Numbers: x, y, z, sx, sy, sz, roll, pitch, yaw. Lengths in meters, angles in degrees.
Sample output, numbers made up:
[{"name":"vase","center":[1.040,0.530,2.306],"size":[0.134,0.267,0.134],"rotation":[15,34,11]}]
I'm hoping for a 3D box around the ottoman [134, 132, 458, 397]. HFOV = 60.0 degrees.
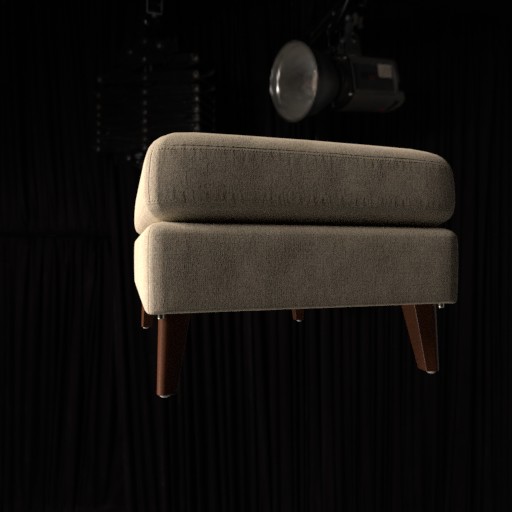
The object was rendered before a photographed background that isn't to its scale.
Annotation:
[{"name":"ottoman","center":[0.000,0.000,1.180],"size":[0.610,0.478,0.823],"rotation":[0,0,-16]}]
